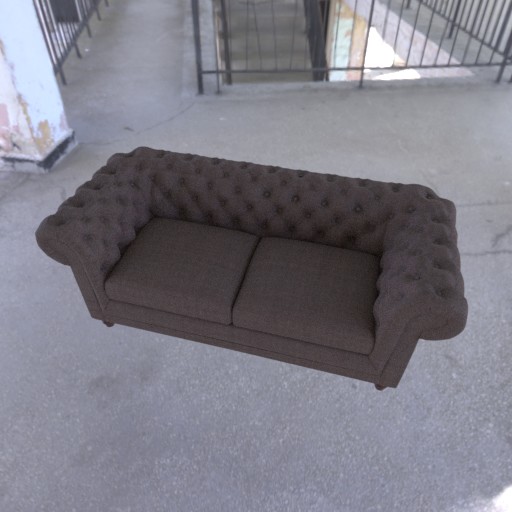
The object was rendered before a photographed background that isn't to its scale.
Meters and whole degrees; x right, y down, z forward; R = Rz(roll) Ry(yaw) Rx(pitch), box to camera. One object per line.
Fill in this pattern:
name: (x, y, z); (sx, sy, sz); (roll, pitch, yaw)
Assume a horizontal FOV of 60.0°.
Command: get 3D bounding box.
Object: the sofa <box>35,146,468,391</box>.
sofa: (0.000, 0.000, 2.505); (2.048, 0.780, 0.944); (10, 43, 11)
